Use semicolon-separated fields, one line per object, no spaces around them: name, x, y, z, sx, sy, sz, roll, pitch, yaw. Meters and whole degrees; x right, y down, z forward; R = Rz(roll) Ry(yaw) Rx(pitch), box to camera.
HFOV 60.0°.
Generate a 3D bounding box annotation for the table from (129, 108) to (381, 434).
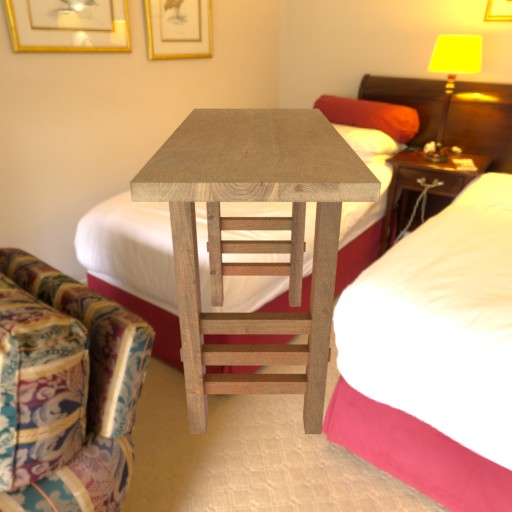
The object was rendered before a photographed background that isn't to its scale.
table;0.000;0.000;1.679;0.556;0.914;1.119;0;26;0
